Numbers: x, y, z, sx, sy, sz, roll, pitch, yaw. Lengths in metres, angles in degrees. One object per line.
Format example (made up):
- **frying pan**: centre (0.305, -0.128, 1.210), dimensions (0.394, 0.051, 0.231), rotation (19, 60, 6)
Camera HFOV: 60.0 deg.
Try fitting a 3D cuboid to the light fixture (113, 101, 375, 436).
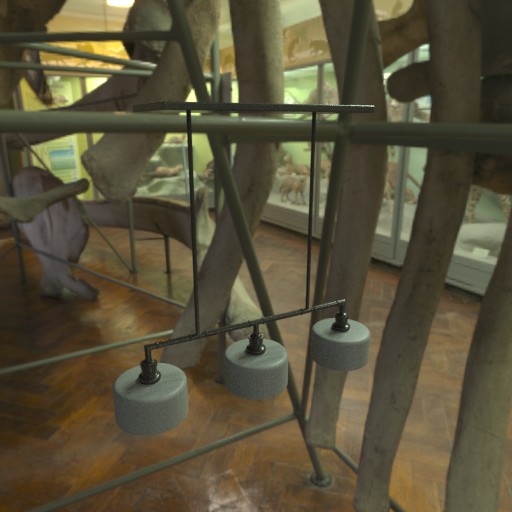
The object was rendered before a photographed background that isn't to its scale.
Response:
- **light fixture**: centre (0.000, 0.000, 0.866), dimensions (0.582, 0.557, 0.177), rotation (-9, 19, -27)
